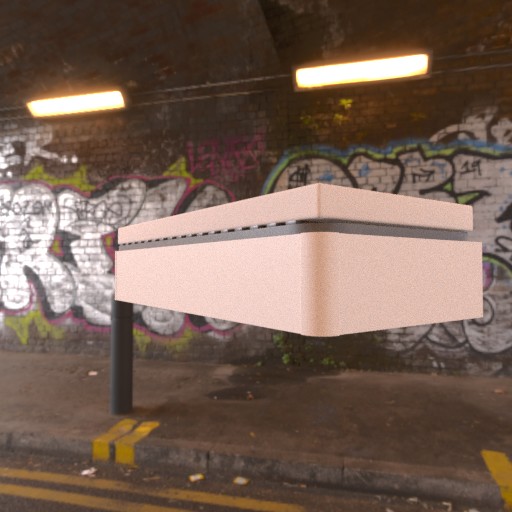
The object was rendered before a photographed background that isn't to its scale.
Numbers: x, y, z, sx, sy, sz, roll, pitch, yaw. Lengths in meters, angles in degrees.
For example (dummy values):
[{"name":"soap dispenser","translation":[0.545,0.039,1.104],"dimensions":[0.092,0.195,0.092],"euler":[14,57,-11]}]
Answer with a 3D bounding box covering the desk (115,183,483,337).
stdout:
[{"name":"desk","translation":[0.000,0.000,2.307],"dimensions":[0.900,0.526,1.900],"euler":[1,-2,-35]}]
